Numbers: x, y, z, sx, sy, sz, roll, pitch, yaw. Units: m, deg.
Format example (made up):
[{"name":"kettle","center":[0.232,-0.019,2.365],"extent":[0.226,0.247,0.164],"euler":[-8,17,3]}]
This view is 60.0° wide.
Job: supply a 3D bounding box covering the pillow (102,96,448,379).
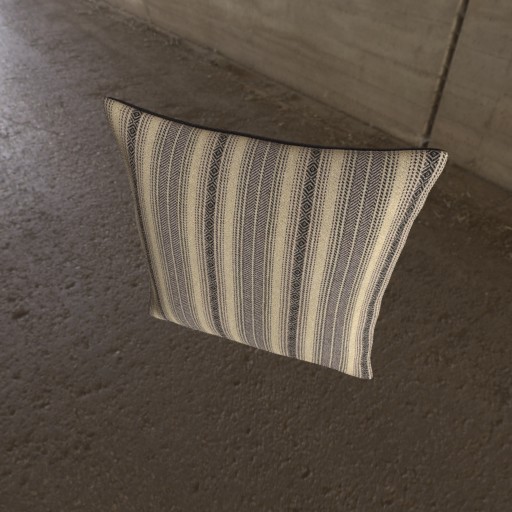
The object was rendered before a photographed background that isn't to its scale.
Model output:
[{"name":"pillow","center":[0.000,0.000,0.797],"extent":[0.520,0.508,0.166],"euler":[13,44,14]}]
